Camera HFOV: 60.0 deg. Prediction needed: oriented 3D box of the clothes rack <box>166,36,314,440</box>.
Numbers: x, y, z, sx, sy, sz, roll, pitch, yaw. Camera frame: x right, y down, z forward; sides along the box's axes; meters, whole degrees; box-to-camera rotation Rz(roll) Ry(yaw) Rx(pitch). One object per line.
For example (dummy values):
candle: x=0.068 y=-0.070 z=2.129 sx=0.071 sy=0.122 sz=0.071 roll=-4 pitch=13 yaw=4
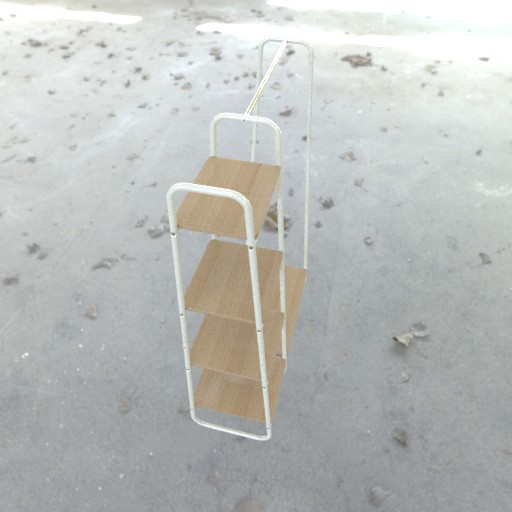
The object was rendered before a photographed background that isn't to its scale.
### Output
clothes rack: x=0.000 y=0.000 z=1.965 sx=0.400 sy=1.500 sz=1.011 roll=10 pitch=47 yaw=10
